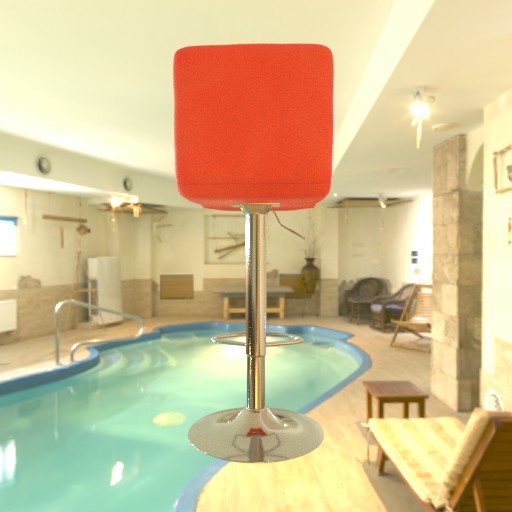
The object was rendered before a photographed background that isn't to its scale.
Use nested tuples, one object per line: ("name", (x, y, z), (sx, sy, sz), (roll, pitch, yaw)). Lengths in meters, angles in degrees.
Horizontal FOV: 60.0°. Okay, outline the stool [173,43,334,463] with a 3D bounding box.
("stool", (0.000, 0.000, 1.394), (0.430, 1.115, 0.505), (0, 0, 2))
